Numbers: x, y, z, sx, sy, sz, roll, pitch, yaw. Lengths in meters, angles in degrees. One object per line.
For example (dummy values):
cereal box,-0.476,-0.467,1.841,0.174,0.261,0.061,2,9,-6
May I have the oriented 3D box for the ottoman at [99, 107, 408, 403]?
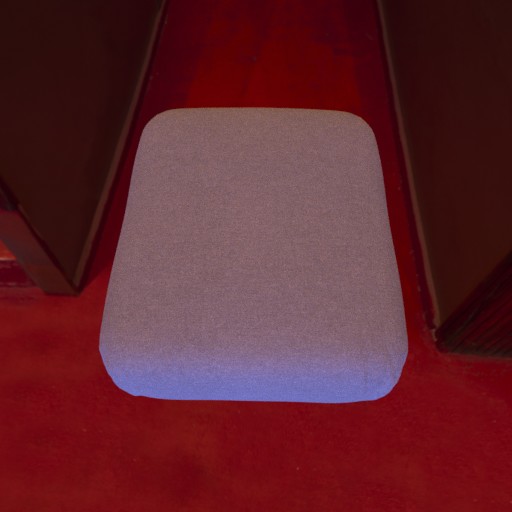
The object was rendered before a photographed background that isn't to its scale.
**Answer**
ottoman,0.000,0.000,1.145,0.622,0.450,0.747,1,59,1
